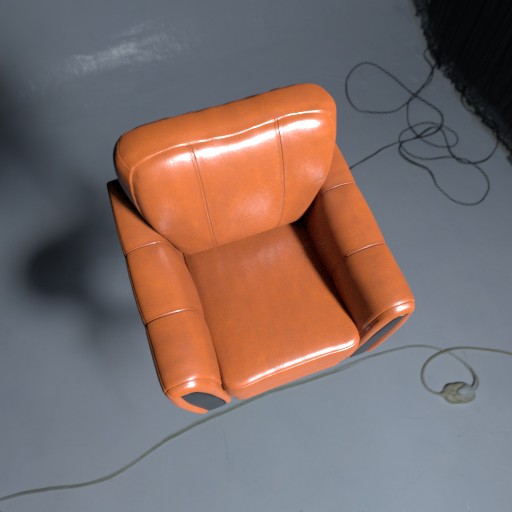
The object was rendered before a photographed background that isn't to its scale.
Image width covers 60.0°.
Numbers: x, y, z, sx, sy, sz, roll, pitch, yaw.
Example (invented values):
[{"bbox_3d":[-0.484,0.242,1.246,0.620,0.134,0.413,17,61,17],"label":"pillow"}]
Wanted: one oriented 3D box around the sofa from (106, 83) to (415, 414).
[{"bbox_3d":[0.000,0.000,1.514,0.836,0.876,0.789,-18,65,-9],"label":"sofa"}]
